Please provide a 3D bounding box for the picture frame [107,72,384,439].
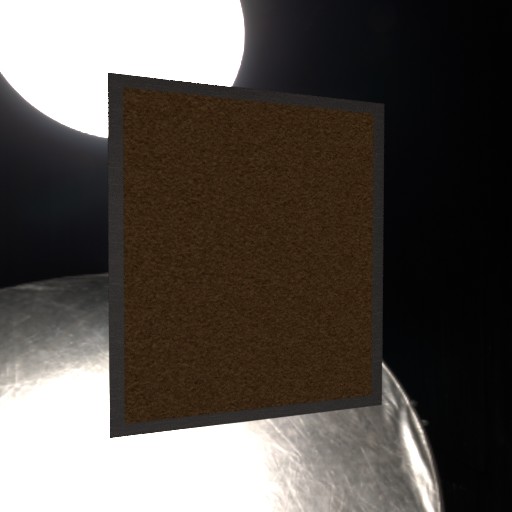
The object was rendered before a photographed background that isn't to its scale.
[{"bbox_3d":[0.000,0.000,0.518,0.327,0.378,0.027,0,1,-18],"label":"picture frame"}]
